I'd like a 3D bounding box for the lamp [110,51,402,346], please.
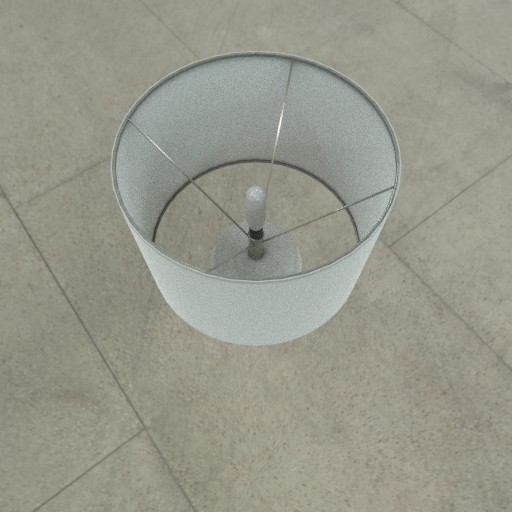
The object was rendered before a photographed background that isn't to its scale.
[{"bbox_3d":[0.000,0.000,0.694,0.310,0.502,0.310,0,63,0],"label":"lamp"}]
